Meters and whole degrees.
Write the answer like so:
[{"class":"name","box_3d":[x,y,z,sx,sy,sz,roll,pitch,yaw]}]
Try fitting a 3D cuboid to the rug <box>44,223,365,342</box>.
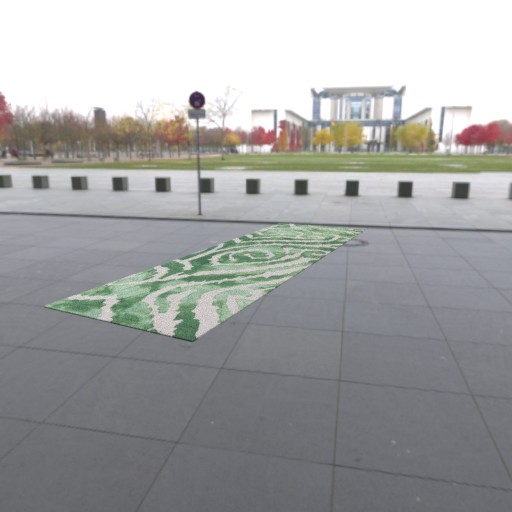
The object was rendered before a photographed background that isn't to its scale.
[{"class":"rug","box_3d":[0.000,0.000,2.750,0.761,0.006,2.438,7,15,26]}]
